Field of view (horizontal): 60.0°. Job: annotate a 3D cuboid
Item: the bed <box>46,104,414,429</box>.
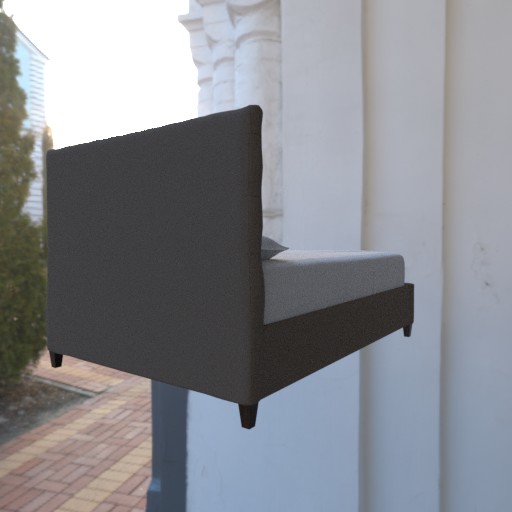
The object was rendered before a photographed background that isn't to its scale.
[{"bbox_3d":[0.000,0.000,3.353,1.698,1.427,2.387,2,3,36],"label":"bed"}]
